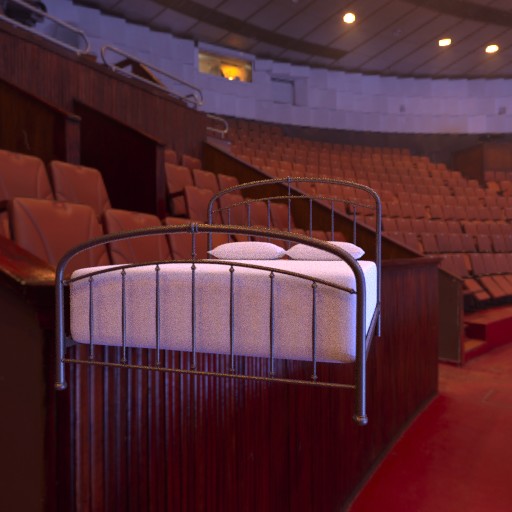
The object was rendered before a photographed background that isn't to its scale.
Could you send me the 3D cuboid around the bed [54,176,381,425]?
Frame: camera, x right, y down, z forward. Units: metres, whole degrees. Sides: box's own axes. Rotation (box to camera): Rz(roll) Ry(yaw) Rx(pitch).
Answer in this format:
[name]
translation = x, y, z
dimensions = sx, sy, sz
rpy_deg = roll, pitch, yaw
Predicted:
[bed]
translation = 0.000, 0.000, 3.232
dimensions = 1.711, 1.475, 2.168
rpy_deg = 0, 1, 17
